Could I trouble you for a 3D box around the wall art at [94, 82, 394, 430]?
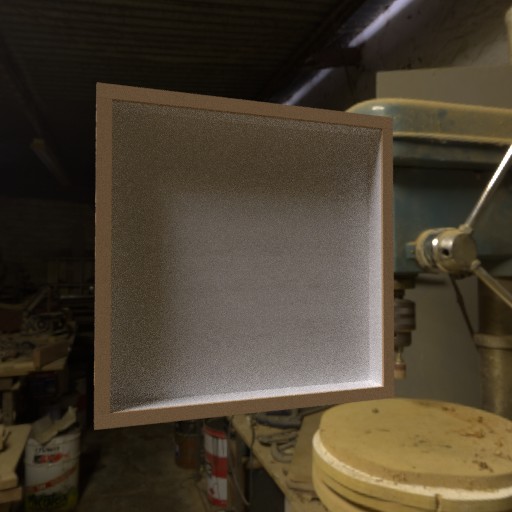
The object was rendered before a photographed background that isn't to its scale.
[{"bbox_3d":[0.000,0.000,0.595,0.405,0.405,0.038,0,-1,-18],"label":"wall art"}]
